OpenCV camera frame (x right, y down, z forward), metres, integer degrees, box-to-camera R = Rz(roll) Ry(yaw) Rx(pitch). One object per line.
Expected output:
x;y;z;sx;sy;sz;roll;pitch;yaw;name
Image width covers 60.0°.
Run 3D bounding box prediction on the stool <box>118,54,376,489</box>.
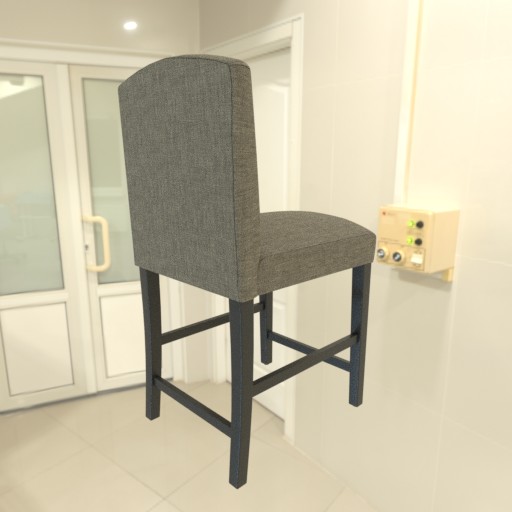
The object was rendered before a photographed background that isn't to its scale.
0.000;0.000;1.242;0.552;0.966;0.451;-12;18;-43;stool
